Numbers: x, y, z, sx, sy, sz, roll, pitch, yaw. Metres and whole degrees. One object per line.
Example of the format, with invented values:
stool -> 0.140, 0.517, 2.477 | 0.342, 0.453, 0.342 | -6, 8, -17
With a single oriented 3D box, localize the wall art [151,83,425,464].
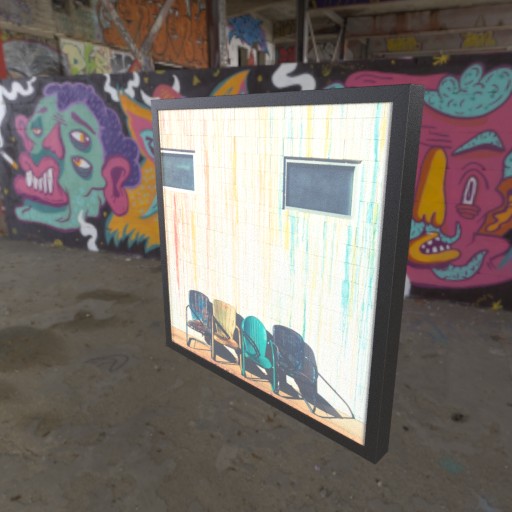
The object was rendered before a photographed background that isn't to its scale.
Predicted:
wall art -> 0.000, 0.000, 0.738 | 0.506, 0.506, 0.037 | 15, 23, 42
